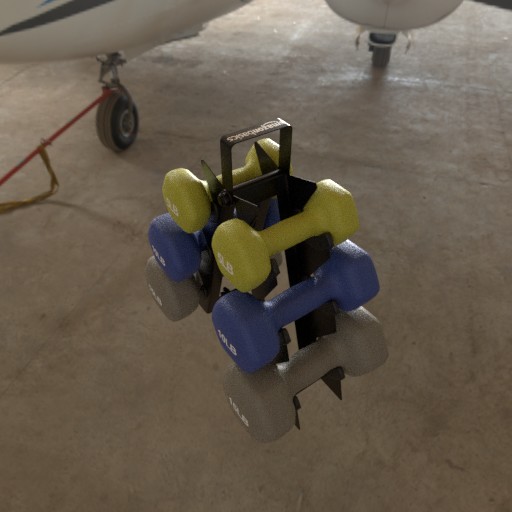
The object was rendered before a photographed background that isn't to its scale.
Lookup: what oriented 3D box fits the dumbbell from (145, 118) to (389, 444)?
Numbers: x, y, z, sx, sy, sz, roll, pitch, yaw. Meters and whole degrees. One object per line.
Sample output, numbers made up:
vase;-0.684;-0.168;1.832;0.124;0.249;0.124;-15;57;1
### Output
dumbbell;0.000;0.000;0.695;0.261;0.426;0.416;-25;48;-25
